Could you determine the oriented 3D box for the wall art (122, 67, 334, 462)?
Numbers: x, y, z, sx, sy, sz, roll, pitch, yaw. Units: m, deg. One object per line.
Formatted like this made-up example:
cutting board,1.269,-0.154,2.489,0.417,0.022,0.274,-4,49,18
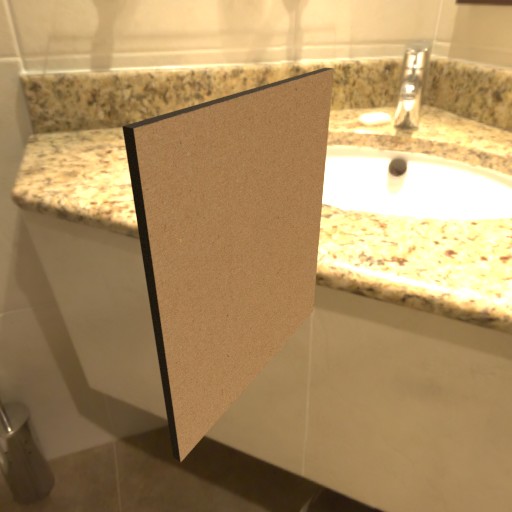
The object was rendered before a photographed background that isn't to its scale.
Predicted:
wall art,0.000,0.000,1.207,0.028,0.863,0.755,19,36,28
